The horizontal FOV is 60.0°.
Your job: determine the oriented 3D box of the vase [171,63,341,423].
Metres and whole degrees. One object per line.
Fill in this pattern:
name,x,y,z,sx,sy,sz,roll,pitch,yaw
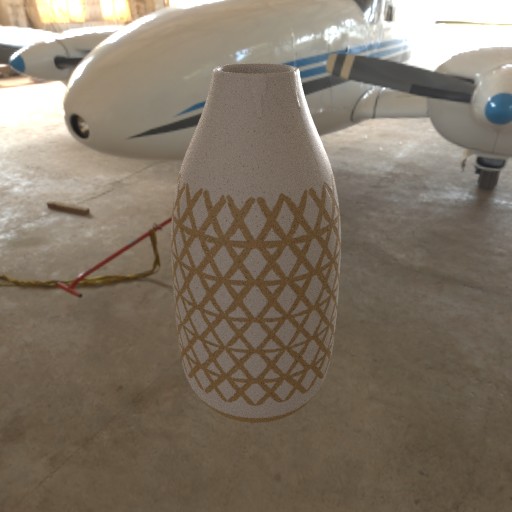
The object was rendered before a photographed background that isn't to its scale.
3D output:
vase,0.000,0.000,0.484,0.186,0.380,0.186,0,30,0
